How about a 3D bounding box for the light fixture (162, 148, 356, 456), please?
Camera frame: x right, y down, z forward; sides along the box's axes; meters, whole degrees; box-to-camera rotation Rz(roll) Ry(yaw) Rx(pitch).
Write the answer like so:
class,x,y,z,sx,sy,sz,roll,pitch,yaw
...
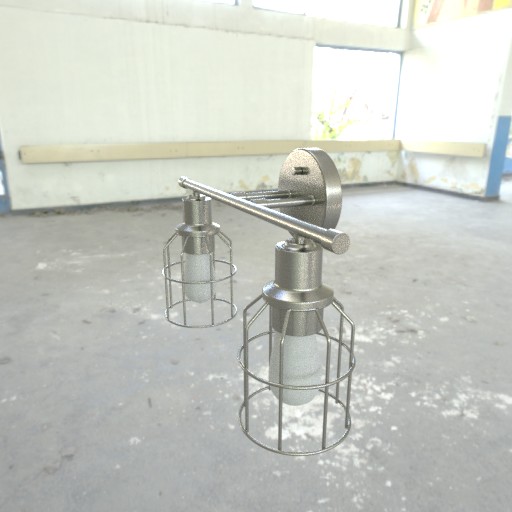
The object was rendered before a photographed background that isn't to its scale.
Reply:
class,x,y,z,sx,sy,sz,roll,pitch,yaw
light fixture,0.000,0.000,0.544,0.165,0.254,0.406,-8,19,-25
